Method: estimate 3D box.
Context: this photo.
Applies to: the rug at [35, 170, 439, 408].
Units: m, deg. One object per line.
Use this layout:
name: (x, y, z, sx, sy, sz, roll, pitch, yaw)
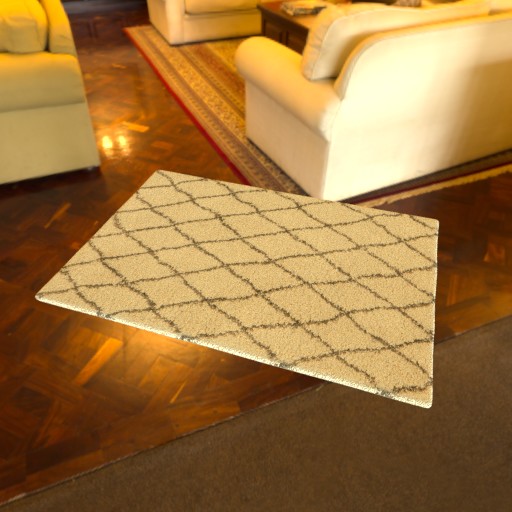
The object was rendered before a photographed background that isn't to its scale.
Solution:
rug: (0.000, 0.000, 2.291, 1.778, 0.030, 1.219, 12, 43, 14)
